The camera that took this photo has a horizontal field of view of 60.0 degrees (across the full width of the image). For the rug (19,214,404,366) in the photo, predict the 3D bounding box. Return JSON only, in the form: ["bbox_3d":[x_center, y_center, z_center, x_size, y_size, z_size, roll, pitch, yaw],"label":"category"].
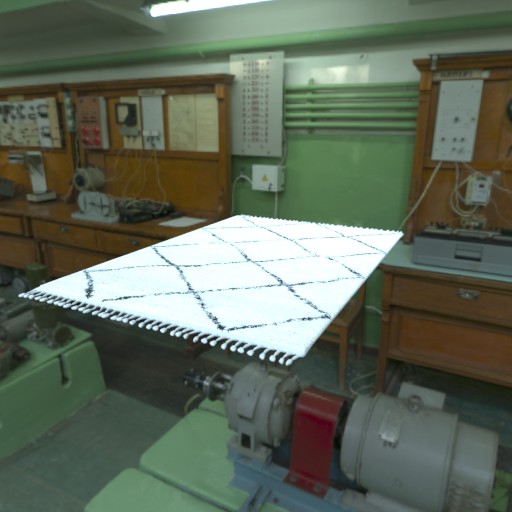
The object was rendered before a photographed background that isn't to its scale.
[{"bbox_3d":[0.000,0.000,2.871,1.494,0.031,2.307,8,19,26],"label":"rug"}]
